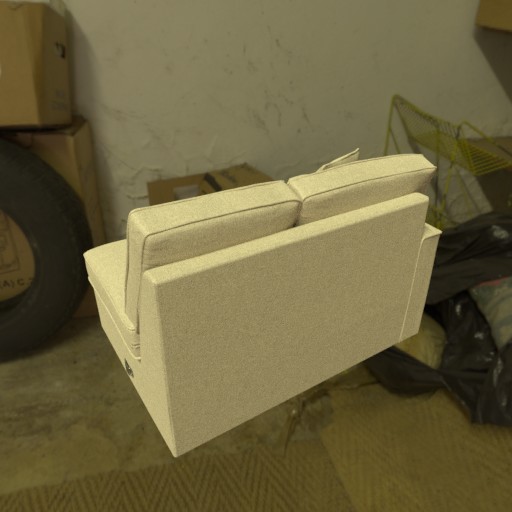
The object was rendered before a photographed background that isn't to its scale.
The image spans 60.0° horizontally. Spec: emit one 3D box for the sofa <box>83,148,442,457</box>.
[{"bbox_3d":[0.000,0.000,2.093,1.388,0.989,0.991,-17,33,-29],"label":"sofa"}]
